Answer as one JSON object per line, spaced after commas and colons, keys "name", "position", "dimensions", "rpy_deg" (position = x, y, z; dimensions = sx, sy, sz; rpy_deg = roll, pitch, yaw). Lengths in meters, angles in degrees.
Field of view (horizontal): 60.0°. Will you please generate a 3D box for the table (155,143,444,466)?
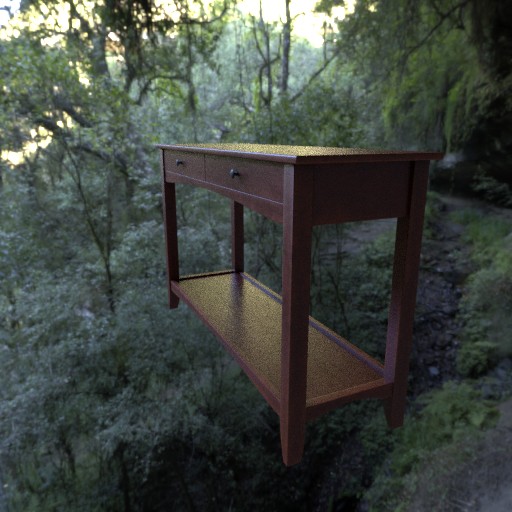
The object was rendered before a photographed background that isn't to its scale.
{"name": "table", "position": [0.000, 0.000, 1.546], "dimensions": [0.392, 0.739, 1.188], "rpy_deg": [-7, 17, -24]}
